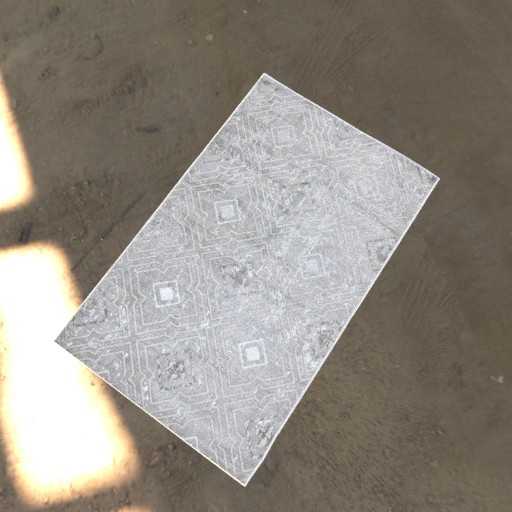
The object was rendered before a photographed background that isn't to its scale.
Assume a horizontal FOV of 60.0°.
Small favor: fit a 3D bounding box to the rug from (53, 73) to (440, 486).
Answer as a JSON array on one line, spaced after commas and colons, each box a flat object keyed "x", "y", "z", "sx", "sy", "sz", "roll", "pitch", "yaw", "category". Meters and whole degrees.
[{"x": 0.000, "y": 0.000, "z": 3.027, "sx": 1.537, "sy": 0.036, "sz": 2.447, "roll": 34, "pitch": 78, "yaw": 8, "category": "rug"}]
